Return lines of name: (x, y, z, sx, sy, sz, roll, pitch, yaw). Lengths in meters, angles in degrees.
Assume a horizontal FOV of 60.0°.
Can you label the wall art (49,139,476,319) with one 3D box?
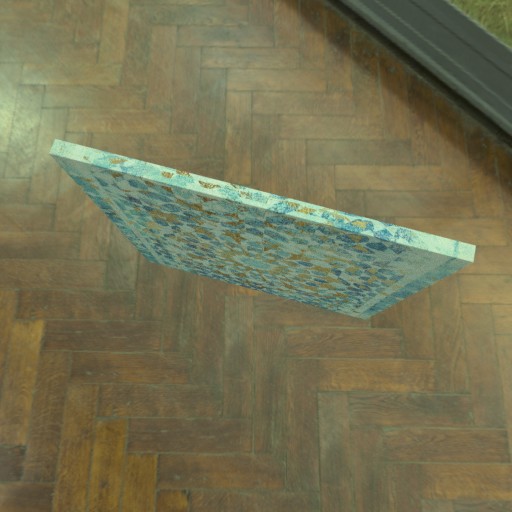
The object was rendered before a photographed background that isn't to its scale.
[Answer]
wall art: (0.000, 0.000, 1.368, 0.916, 0.916, 0.040, 15, 75, 4)
